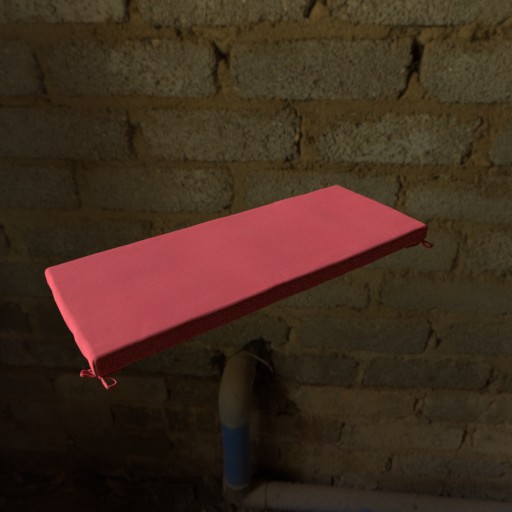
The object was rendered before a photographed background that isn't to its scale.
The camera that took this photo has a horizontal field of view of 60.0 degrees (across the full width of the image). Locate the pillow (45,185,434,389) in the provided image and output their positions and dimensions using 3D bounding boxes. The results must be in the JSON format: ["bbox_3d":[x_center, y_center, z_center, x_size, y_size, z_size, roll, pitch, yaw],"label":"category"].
[{"bbox_3d":[0.000,0.000,1.387,1.187,0.081,0.492,-19,36,-29],"label":"pillow"}]
